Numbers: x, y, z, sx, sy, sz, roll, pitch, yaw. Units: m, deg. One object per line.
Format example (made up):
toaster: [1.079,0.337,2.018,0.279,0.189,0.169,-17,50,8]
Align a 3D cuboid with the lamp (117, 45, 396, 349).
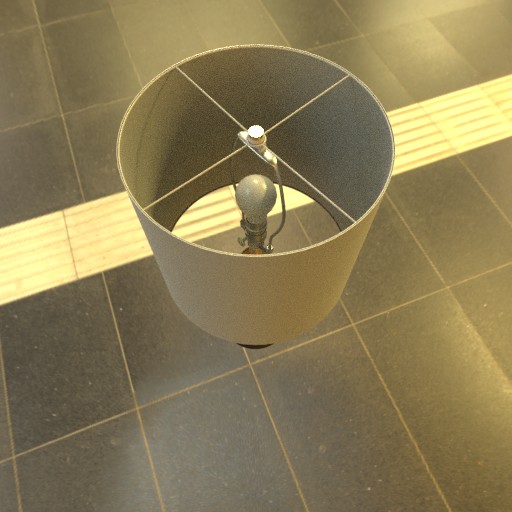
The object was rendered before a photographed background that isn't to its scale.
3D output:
lamp: [0.000,0.000,0.744,0.308,0.580,0.308,-37,68,-18]
